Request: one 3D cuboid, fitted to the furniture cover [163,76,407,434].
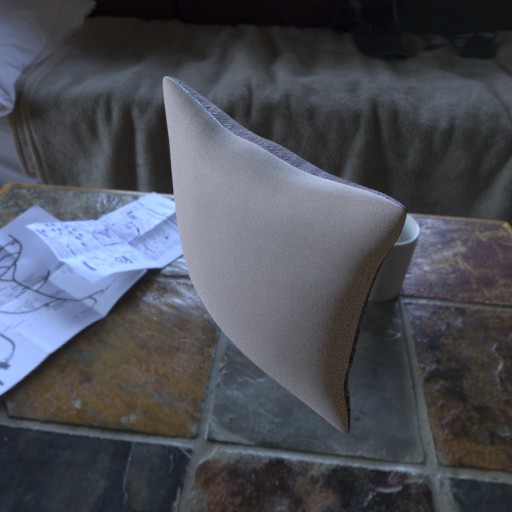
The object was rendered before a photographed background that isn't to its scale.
[{"bbox_3d":[0.000,0.000,0.821,0.193,0.509,0.552,-27,48,-28],"label":"furniture cover"}]
